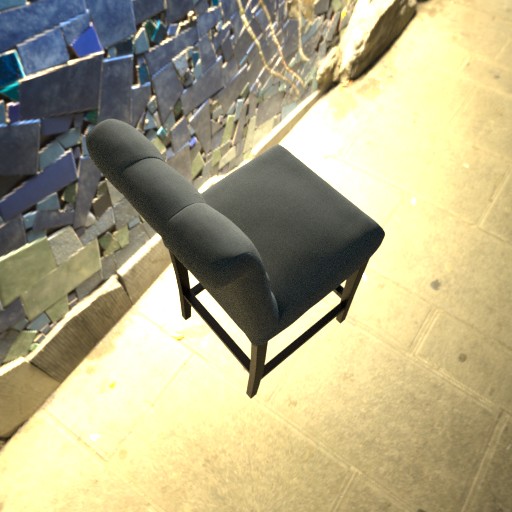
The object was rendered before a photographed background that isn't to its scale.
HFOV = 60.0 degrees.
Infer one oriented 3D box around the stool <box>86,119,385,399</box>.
[{"bbox_3d":[0.000,0.000,1.366,0.601,1.040,0.493,-36,65,-20],"label":"stool"}]
